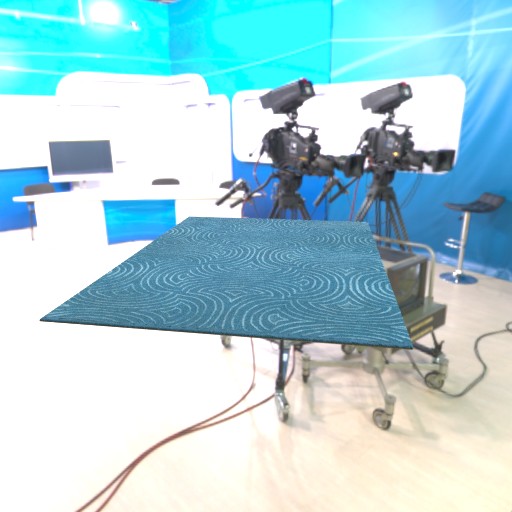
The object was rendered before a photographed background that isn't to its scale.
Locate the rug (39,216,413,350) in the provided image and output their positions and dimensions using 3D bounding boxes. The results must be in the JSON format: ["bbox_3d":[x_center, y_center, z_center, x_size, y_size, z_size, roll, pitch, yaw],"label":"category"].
[{"bbox_3d":[0.000,0.000,2.794,1.543,0.015,2.144,3,17,9],"label":"rug"}]
